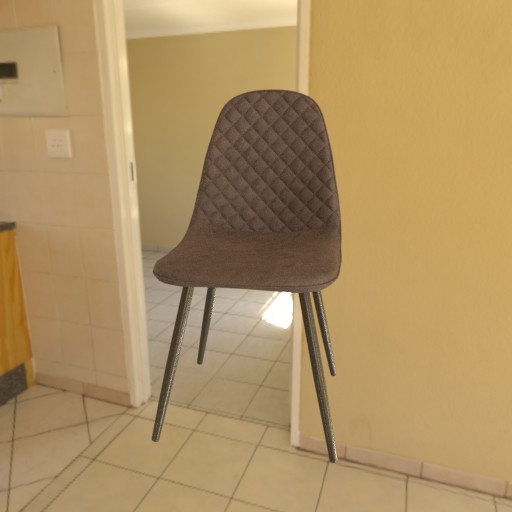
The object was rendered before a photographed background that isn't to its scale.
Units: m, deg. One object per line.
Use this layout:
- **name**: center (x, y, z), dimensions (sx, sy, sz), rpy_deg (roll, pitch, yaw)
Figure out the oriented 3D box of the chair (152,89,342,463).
- **chair**: center (0.000, 0.000, 1.194), dimensions (0.472, 0.889, 0.561), rpy_deg (3, 16, 9)
